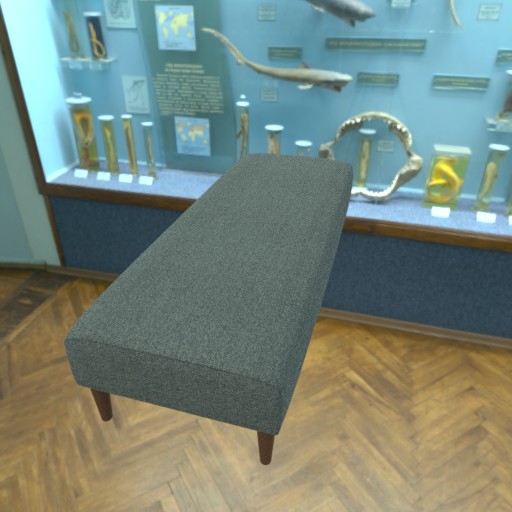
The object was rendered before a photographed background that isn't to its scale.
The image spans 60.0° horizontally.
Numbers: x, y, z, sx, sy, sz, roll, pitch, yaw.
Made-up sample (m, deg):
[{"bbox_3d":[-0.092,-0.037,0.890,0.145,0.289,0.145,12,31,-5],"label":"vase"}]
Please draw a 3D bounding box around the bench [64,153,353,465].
[{"bbox_3d":[0.000,0.000,1.820,0.631,0.384,1.598,9,32,14],"label":"bench"}]
